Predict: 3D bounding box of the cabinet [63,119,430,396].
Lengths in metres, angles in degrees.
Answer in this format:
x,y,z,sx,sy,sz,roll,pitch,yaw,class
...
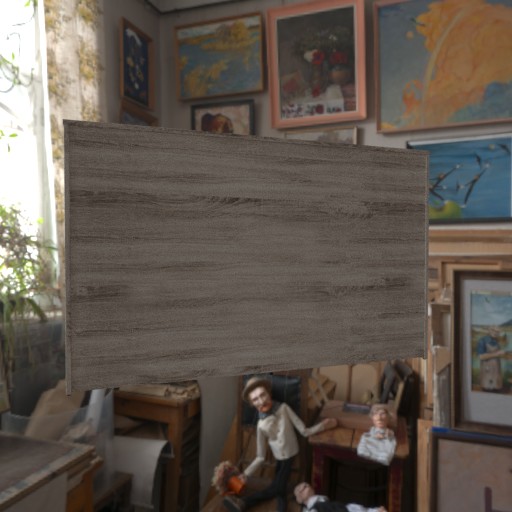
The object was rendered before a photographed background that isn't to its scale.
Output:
x,y,z,sx,sy,sz,roll,pitch,yaw,class
0.000,0.000,1.853,1.450,0.900,0.380,0,1,-19,cabinet
